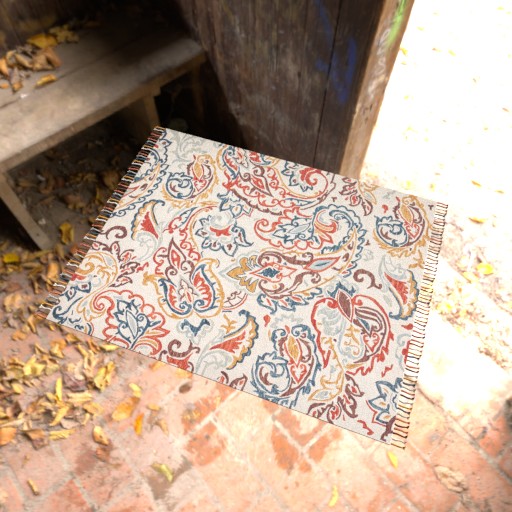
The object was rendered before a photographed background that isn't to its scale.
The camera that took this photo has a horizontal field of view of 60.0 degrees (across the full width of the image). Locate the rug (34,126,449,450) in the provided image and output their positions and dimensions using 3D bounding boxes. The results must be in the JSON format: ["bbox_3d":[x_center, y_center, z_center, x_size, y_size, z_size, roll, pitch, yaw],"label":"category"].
[{"bbox_3d":[0.000,0.000,4.199,3.274,0.015,2.439,17,62,10],"label":"rug"}]
